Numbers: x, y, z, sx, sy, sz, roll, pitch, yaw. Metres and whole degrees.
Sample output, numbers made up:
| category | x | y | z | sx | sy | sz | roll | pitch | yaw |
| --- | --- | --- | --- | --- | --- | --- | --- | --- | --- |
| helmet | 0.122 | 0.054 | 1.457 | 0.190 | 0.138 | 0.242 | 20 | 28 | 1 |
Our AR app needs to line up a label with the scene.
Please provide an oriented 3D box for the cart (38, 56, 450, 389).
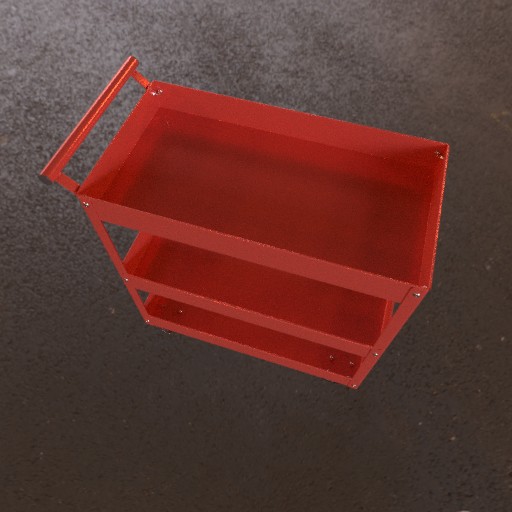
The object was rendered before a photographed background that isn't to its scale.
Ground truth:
| category | x | y | z | sx | sy | sz | roll | pitch | yaw |
| --- | --- | --- | --- | --- | --- | --- | --- | --- | --- |
| cart | 0.000 | 0.000 | 1.165 | 0.719 | 0.780 | 0.366 | 15 | 60 | 9 |
